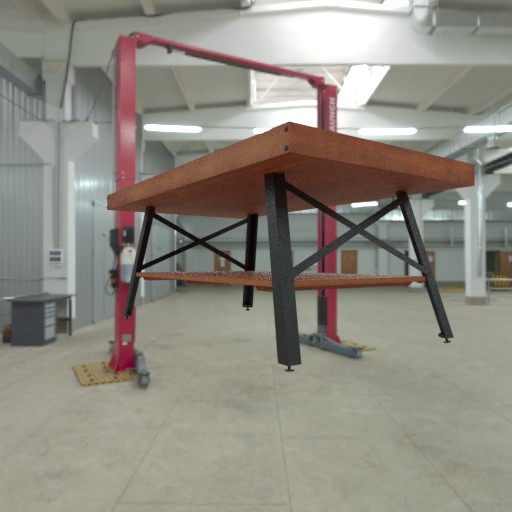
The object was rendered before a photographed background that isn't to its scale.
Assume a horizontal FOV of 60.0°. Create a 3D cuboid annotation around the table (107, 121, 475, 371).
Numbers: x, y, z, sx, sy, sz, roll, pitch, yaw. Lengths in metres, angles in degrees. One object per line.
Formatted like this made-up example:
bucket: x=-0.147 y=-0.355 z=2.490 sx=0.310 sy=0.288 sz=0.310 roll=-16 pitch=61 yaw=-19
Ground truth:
table: x=0.000 y=0.000 z=1.384 sx=0.610 sy=0.457 sz=1.067 roll=0 pitch=-1 yaw=-35
